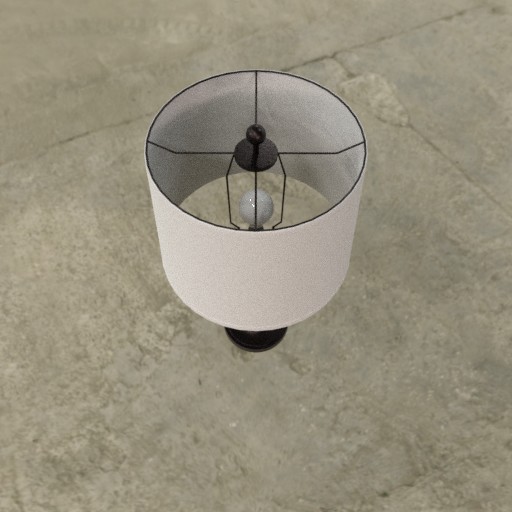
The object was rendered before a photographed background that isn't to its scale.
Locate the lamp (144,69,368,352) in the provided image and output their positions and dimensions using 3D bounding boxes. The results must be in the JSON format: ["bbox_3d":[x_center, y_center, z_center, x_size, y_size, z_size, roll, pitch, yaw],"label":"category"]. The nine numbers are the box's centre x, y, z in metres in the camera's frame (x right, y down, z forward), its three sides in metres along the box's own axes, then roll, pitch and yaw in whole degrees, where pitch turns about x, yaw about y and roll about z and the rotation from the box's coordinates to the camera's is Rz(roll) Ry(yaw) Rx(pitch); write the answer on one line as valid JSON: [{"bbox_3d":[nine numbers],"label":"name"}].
[{"bbox_3d":[0.000,0.000,0.951,0.383,0.726,0.383,0,59,0],"label":"lamp"}]
